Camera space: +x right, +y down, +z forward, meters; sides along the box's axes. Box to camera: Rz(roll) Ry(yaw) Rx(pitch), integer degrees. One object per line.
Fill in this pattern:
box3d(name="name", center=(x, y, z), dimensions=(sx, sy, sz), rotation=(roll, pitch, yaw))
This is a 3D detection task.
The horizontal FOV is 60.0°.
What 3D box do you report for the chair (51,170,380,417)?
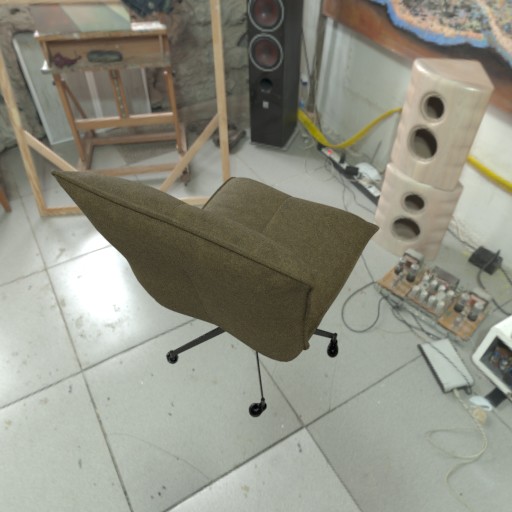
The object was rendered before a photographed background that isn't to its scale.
box3d(name="chair", center=(0.000, 0.000, 1.295), dimensions=(0.597, 0.811, 0.696), rotation=(23, 51, 20))
